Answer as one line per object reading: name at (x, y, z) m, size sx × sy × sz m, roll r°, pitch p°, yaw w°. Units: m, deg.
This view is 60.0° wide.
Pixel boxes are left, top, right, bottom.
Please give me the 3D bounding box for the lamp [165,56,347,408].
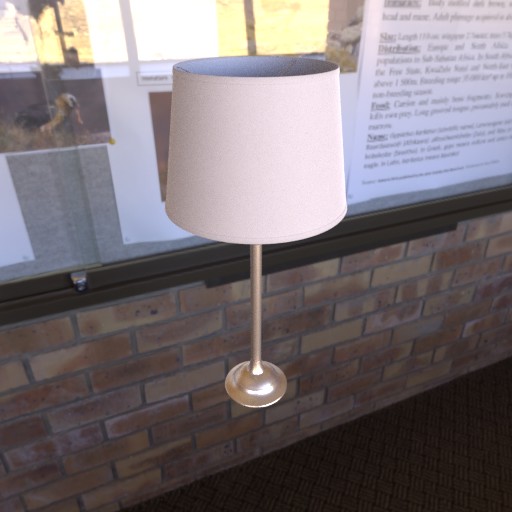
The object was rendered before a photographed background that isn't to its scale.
lamp at (0.000, 0.000, 0.876) m, size 0.331 × 0.698 × 0.331 m, roll 0°, pitch 30°, yaw 0°
